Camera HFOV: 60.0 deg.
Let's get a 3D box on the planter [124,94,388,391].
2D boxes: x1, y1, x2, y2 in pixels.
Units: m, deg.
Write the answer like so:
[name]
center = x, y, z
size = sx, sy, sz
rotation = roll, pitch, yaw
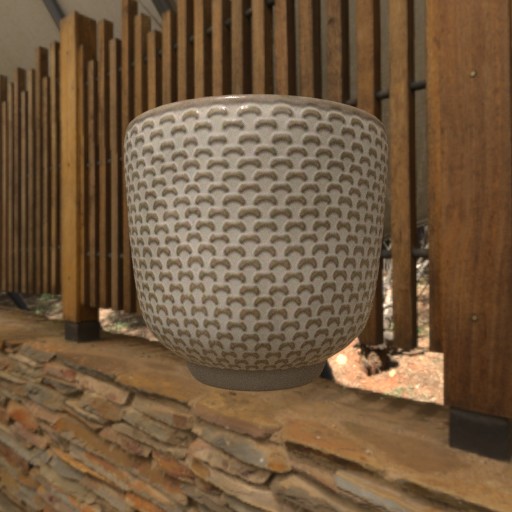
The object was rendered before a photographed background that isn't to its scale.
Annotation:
[planter]
center = 0.000, 0.000, 0.302
size = 0.173, 0.160, 0.173
rotation = 0, 0, 0
